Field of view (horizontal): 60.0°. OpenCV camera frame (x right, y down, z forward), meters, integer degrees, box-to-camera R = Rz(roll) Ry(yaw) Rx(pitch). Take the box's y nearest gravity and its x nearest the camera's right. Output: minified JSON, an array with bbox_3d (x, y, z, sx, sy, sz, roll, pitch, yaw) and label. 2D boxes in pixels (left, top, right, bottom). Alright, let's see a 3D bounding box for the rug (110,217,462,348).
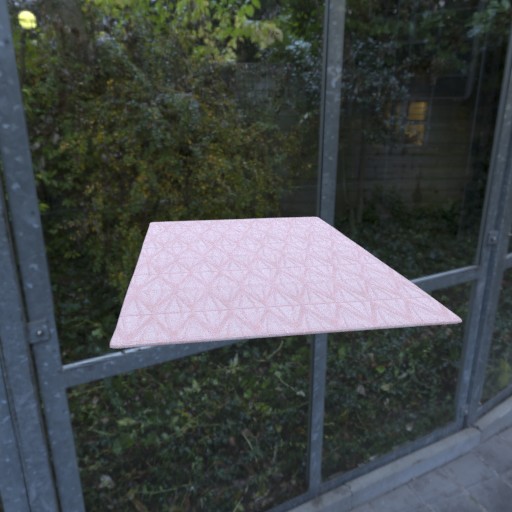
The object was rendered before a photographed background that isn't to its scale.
[{"bbox_3d":[0.000,0.000,3.071,1.609,0.015,2.390,-3,17,-9],"label":"rug"}]
